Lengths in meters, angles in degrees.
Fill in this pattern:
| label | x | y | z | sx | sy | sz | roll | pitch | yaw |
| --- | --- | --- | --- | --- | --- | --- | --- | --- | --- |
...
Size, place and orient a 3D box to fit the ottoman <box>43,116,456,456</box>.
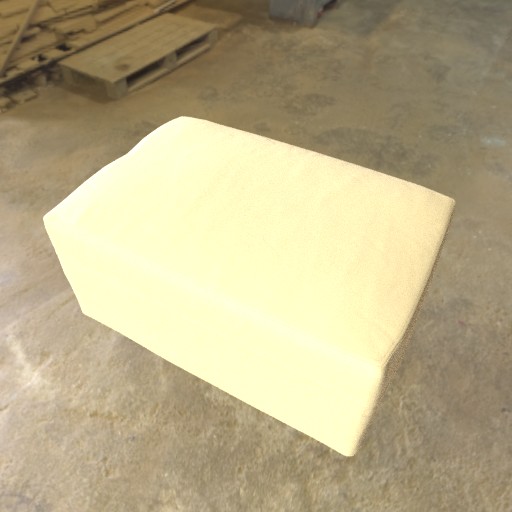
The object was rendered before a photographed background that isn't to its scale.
| label | x | y | z | sx | sy | sz | roll | pitch | yaw |
| --- | --- | --- | --- | --- | --- | --- | --- | --- | --- |
| ottoman | 0.000 | 0.000 | 1.191 | 0.872 | 0.444 | 0.590 | 22 | 50 | 20 |
